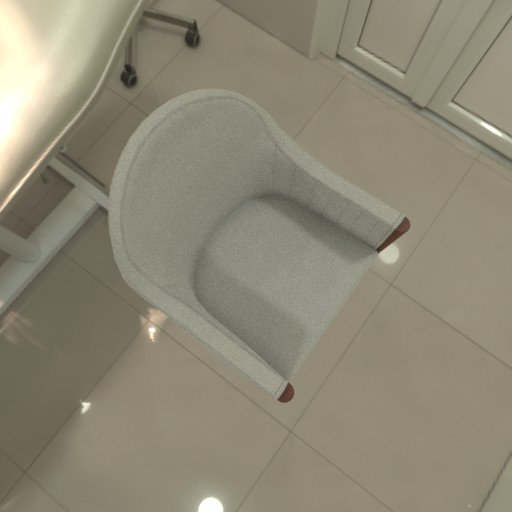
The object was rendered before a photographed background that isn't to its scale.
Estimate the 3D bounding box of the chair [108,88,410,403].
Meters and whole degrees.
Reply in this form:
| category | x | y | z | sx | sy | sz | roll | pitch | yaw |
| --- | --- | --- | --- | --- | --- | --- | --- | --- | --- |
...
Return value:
| category | x | y | z | sx | sy | sz | roll | pitch | yaw |
| --- | --- | --- | --- | --- | --- | --- | --- | --- | --- |
| chair | 0.000 | 0.000 | 1.334 | 0.620 | 0.889 | 0.610 | 36 | 78 | 9 |
